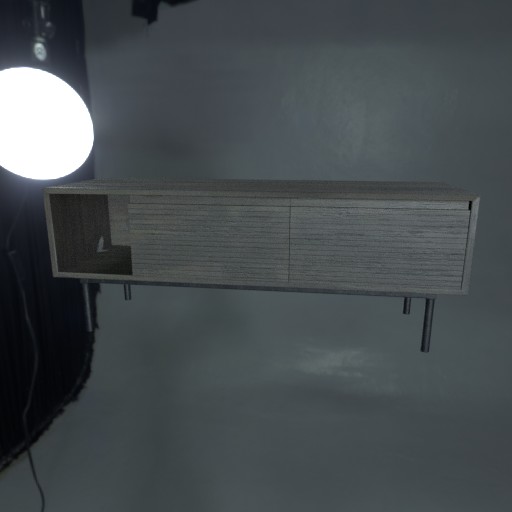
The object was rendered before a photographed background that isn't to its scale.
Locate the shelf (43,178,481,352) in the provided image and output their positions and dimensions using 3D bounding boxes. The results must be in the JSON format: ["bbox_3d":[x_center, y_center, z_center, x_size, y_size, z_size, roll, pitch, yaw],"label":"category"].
[{"bbox_3d":[0.000,0.000,1.551,1.300,0.495,0.400,2,15,8],"label":"shelf"}]
